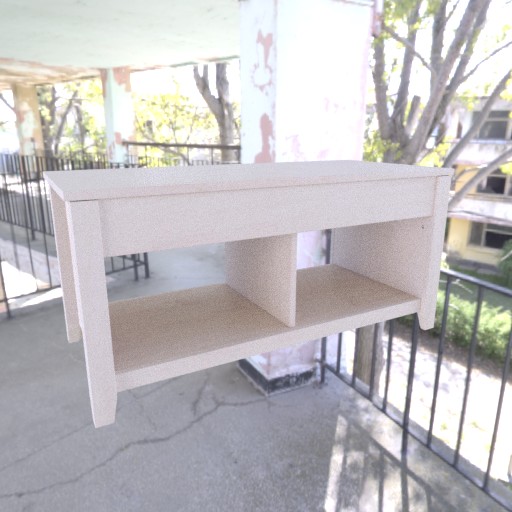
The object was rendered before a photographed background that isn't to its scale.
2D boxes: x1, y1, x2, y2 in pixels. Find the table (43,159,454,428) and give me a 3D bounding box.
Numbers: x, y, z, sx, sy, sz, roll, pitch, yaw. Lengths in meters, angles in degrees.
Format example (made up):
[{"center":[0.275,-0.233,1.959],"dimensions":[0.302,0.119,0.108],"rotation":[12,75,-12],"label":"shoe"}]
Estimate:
[{"center":[0.000,0.000,1.262],"dimensions":[1.016,0.483,0.457],"rotation":[-8,18,-28],"label":"table"}]
